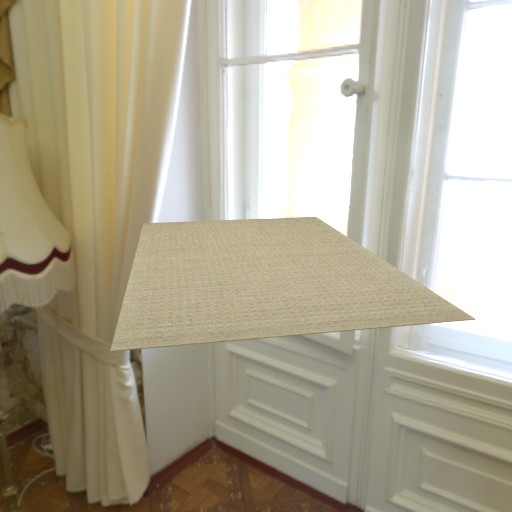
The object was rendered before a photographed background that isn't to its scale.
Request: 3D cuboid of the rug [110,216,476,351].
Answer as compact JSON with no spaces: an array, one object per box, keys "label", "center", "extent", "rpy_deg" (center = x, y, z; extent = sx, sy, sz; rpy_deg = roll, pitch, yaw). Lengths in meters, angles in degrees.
[{"label":"rug","center":[0.000,0.000,3.689],"extent":[1.981,0.006,2.895],"rpy_deg":[-3,17,-10]}]
